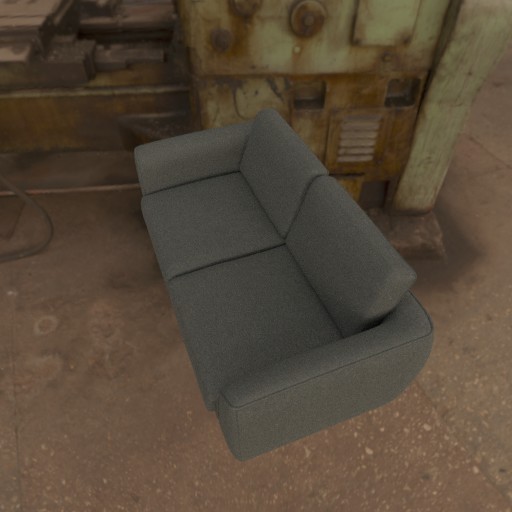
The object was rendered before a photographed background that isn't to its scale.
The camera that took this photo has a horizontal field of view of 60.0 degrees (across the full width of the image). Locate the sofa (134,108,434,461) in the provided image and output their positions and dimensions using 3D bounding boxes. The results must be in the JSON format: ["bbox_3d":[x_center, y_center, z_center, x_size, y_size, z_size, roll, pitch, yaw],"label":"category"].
[{"bbox_3d":[0.000,0.000,2.210,0.920,0.850,1.700,-16,48,-15],"label":"sofa"}]
